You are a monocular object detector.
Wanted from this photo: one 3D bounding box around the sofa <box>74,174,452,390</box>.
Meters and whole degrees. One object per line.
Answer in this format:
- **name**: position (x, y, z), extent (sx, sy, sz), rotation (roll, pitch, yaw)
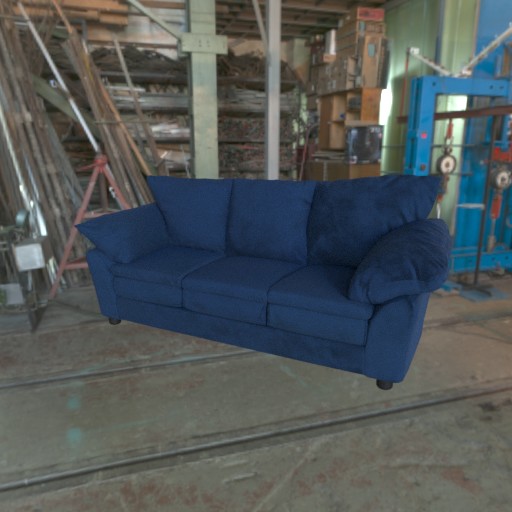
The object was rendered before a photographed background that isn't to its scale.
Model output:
- **sofa**: position (0.000, 0.000, 2.945), extent (2.390, 1.091, 0.907), rotation (7, 16, 26)
